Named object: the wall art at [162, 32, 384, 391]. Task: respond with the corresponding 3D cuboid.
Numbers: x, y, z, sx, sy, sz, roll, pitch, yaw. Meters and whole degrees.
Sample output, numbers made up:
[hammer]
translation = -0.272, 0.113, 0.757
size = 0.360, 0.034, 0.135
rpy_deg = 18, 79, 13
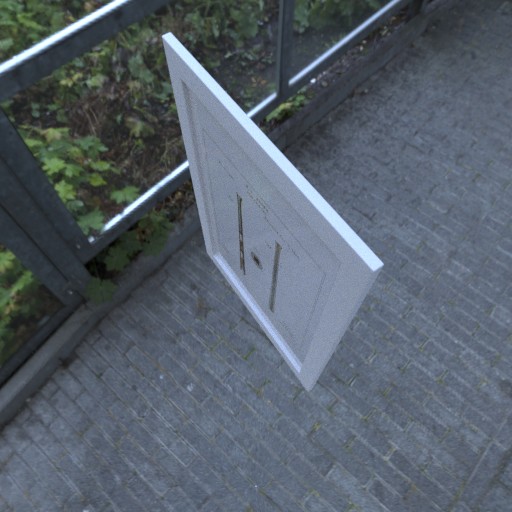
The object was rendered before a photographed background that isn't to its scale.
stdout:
[wall art]
translation = 0.000, 0.000, 0.612
size = 0.011, 0.482, 0.329
rpy_deg = -32, 67, -15
